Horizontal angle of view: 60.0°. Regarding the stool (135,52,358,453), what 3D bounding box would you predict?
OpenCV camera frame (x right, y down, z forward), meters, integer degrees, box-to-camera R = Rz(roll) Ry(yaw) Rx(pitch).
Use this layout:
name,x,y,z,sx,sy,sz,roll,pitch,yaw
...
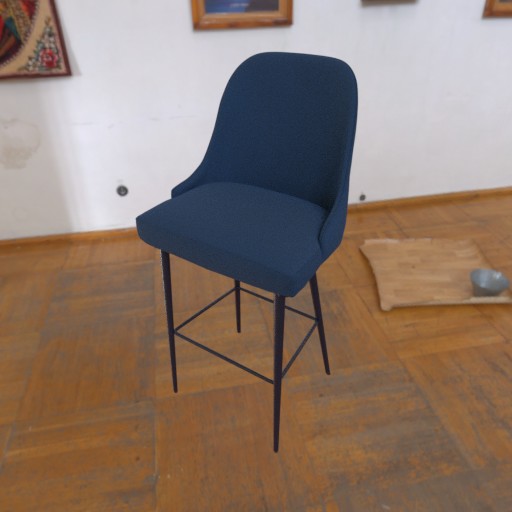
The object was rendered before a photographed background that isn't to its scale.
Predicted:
name,x,y,z,sx,sy,sz,roll,pitch,yaw
stool,0.000,0.000,1.353,0.527,1.079,0.489,20,37,28
